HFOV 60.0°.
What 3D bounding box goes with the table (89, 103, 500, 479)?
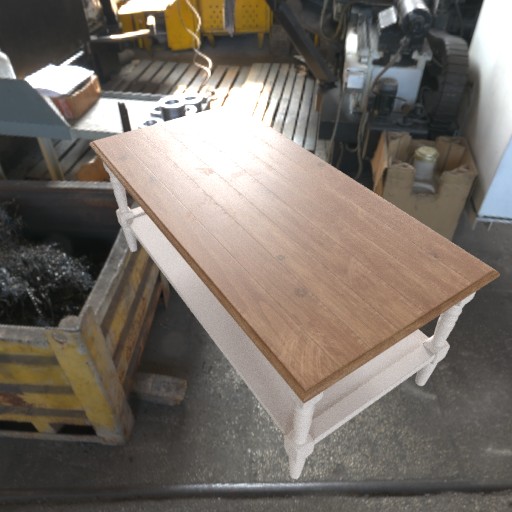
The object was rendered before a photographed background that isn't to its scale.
[{"bbox_3d":[0.000,0.000,1.361,0.559,0.458,1.118,-24,47,-25],"label":"table"}]
